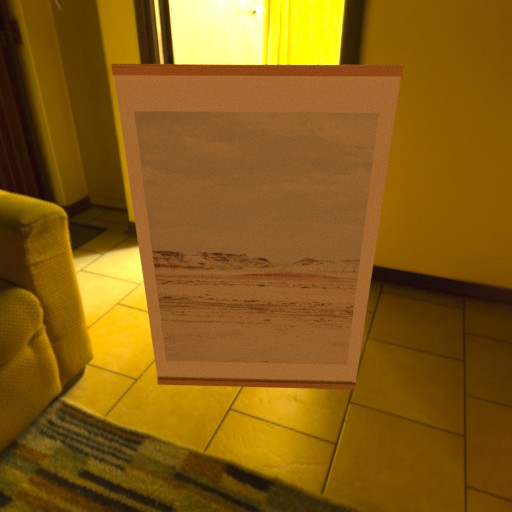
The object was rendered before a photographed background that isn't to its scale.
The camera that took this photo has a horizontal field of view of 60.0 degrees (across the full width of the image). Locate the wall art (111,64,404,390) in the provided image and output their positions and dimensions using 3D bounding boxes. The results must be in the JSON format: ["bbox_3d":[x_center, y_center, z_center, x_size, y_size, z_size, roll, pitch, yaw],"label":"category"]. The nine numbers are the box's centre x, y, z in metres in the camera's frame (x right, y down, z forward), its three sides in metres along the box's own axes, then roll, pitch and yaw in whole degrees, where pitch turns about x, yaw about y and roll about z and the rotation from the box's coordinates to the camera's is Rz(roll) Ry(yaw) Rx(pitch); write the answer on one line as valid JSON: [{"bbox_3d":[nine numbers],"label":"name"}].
[{"bbox_3d":[0.000,0.000,1.911,1.011,1.521,0.025,1,29,2],"label":"wall art"}]
